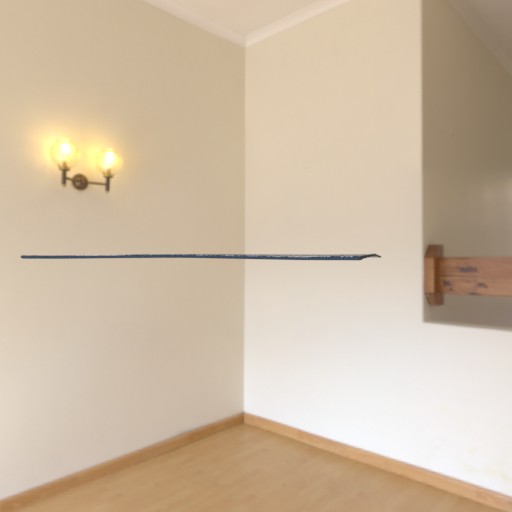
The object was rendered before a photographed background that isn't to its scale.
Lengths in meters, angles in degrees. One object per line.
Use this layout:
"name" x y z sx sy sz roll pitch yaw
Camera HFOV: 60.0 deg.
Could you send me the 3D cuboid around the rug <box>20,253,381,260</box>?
"rug" 0.000 0.000 2.224 1.159 0.025 1.793 0 0 18
